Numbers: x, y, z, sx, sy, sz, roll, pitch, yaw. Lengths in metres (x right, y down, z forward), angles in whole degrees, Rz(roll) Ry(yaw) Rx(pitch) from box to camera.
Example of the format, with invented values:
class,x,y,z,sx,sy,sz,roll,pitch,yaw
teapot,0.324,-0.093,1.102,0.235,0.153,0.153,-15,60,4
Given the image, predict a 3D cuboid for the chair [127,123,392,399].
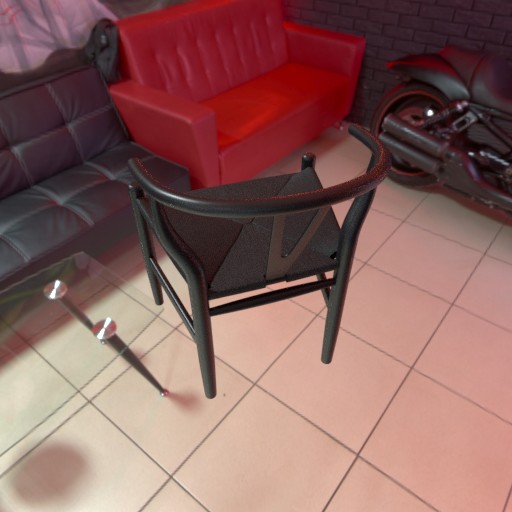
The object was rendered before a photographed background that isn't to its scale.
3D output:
class,x,y,z,sx,sy,sz,roll,pitch,yaw
chair,0.000,0.000,1.174,0.569,0.730,0.579,-13,43,-14
